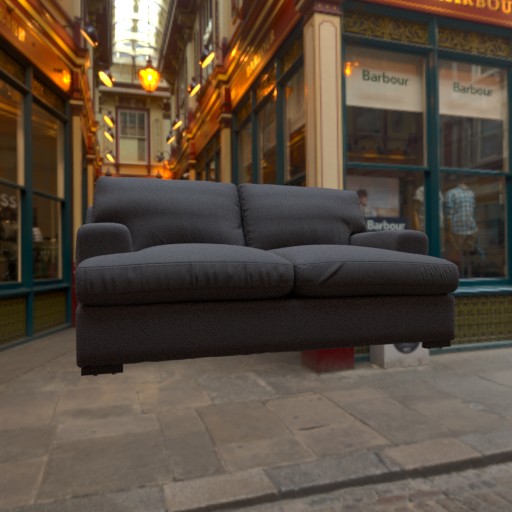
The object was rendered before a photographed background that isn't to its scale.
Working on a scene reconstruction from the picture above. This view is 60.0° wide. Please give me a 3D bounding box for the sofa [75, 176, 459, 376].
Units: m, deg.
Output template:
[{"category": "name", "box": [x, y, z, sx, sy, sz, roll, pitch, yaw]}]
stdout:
[{"category": "sofa", "box": [0.000, 0.000, 2.486, 1.880, 0.940, 1.143, 0, 0, -18]}]
